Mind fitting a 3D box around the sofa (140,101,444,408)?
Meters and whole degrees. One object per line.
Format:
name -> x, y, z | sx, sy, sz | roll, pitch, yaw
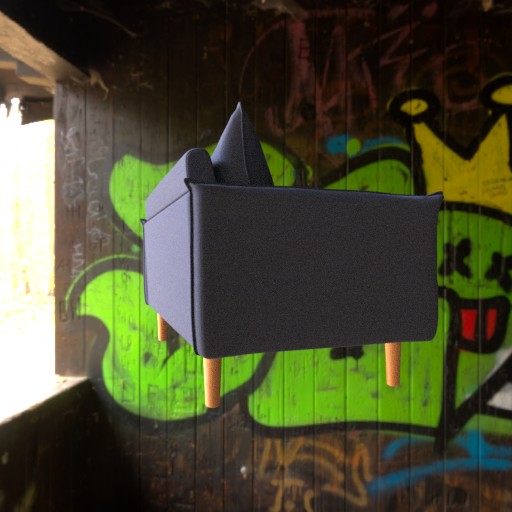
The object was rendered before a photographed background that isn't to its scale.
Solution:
sofa -> 0.000, 0.000, 1.817 | 0.820, 0.840, 1.300 | 0, 0, -20
